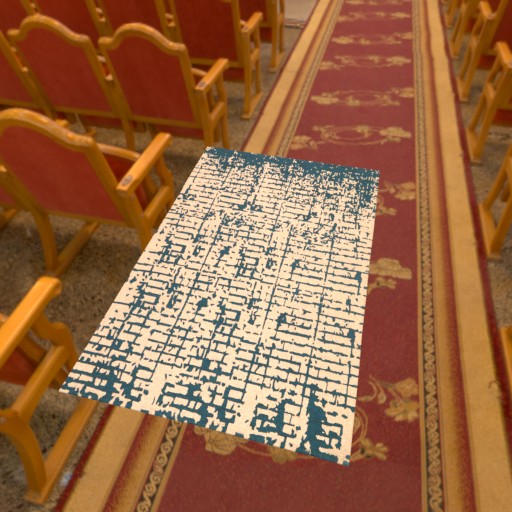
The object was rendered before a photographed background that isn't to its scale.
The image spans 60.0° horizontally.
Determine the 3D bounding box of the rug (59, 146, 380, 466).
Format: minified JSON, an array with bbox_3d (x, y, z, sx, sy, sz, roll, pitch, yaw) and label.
[{"bbox_3d":[0.000,0.000,3.018,1.517,0.011,2.435,10,47,10],"label":"rug"}]
